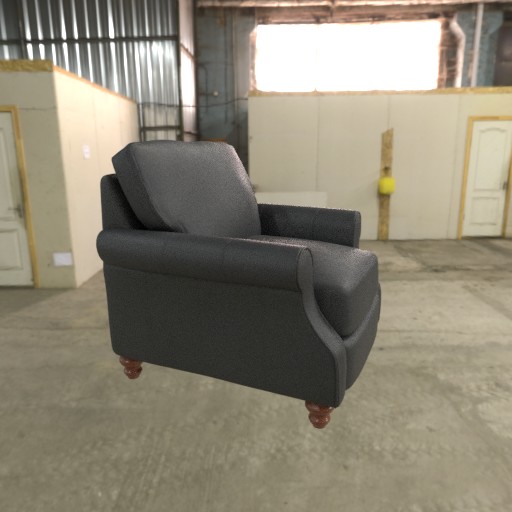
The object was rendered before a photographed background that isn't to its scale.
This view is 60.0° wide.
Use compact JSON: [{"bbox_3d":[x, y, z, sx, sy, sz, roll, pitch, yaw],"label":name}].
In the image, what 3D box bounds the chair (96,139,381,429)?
[{"bbox_3d":[0.000,0.000,1.893,1.027,0.960,1.015,8,16,28],"label":"chair"}]
